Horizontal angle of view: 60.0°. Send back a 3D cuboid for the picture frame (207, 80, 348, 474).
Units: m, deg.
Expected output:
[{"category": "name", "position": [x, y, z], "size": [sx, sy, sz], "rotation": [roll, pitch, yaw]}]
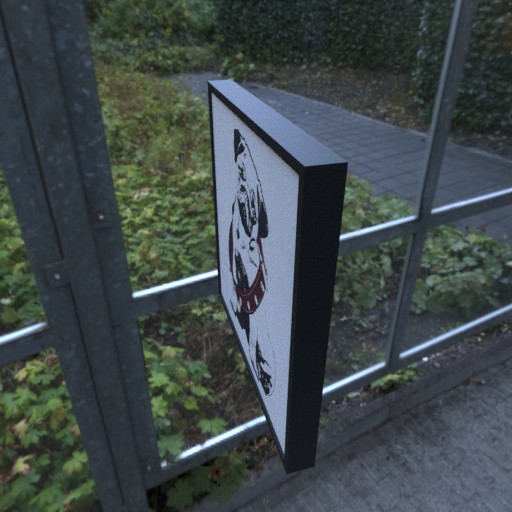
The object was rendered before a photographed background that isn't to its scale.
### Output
[{"category": "picture frame", "position": [0.000, 0.000, 0.491], "size": [0.030, 0.317, 0.317], "rotation": [-9, 32, -14]}]
